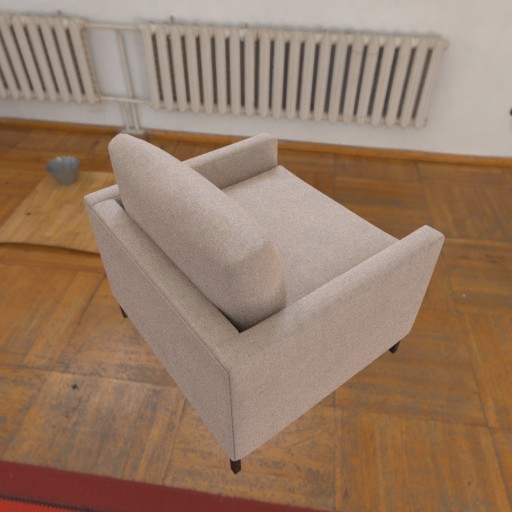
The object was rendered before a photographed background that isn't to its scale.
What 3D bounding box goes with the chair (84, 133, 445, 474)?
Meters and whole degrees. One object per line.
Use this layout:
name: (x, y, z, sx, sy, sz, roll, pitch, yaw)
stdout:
chair: (0.000, 0.000, 1.630, 0.866, 0.861, 0.963, -27, 48, -27)
